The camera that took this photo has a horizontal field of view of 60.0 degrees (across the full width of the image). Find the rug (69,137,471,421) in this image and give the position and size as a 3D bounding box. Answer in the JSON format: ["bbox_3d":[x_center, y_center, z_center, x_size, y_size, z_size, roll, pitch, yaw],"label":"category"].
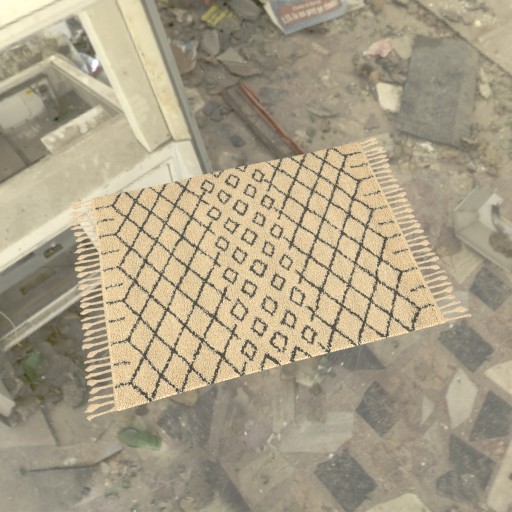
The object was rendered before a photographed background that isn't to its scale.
[{"bbox_3d":[0.000,0.000,3.231,2.615,0.029,1.664,-13,64,-7],"label":"rug"}]
